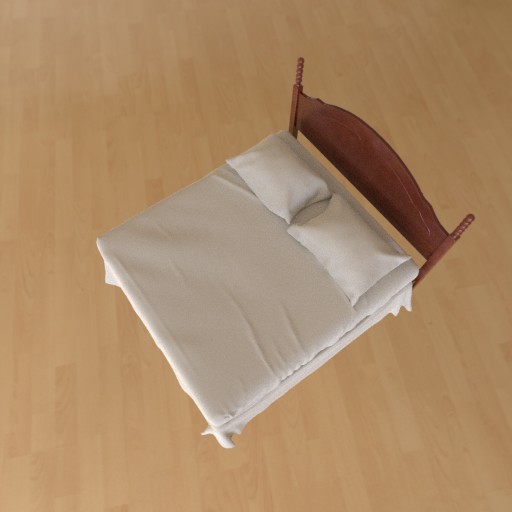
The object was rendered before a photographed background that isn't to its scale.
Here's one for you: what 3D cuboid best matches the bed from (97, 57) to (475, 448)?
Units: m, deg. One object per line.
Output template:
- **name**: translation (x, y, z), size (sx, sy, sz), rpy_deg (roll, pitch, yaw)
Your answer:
- **bed**: translation (0.000, 0.000, 3.225), size (2.040, 1.356, 1.873), rpy_deg (-33, 69, -15)
